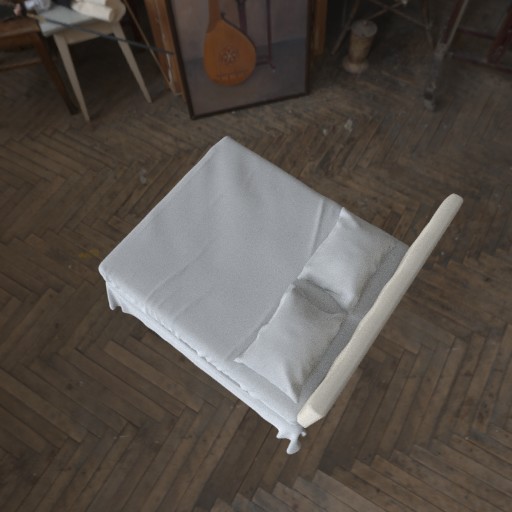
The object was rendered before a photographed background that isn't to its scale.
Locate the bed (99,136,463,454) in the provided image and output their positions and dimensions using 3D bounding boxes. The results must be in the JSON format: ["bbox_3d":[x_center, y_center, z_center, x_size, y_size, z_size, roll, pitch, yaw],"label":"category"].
[{"bbox_3d":[0.000,0.000,3.461,2.222,1.577,1.936,34,70,14],"label":"bed"}]
